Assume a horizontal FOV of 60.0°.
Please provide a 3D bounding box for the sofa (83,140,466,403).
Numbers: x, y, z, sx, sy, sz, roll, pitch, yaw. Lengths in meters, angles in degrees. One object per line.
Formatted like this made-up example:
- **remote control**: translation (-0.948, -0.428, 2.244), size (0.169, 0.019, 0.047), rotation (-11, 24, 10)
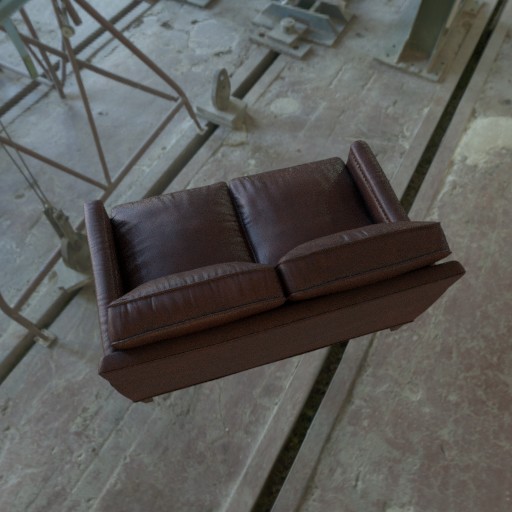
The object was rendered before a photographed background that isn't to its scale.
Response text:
- **sofa**: translation (0.000, 0.000, 2.271), size (1.628, 1.003, 1.083), rotation (-14, 60, -9)
